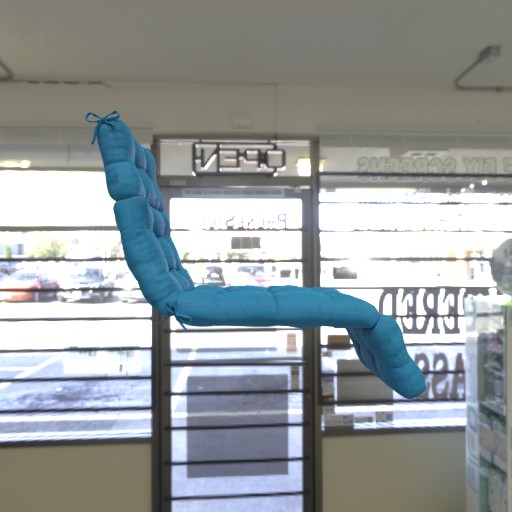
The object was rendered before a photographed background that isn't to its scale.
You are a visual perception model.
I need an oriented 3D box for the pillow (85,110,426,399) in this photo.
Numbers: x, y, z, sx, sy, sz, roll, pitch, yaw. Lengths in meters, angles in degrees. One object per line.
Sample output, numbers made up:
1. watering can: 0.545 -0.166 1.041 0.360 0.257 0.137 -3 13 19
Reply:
1. pillow: 0.000 0.000 1.548 1.016 0.863 0.526 0 -1 -1
